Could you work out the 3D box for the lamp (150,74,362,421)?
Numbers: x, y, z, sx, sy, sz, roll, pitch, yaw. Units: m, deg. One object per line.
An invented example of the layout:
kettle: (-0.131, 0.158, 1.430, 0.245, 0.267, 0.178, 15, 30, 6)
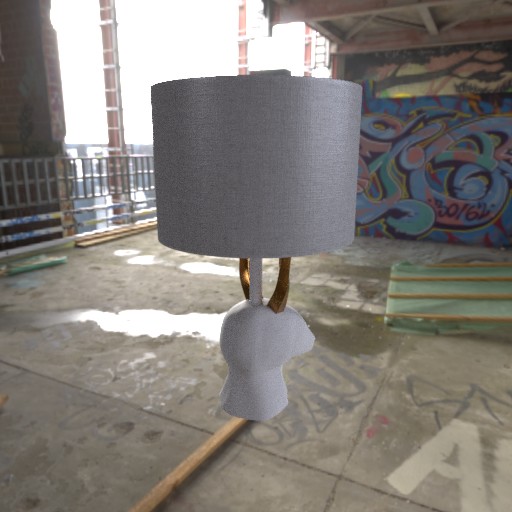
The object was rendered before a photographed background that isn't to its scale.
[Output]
lamp: (0.000, 0.000, 0.698, 0.298, 0.503, 0.298, -13, 19, -41)
